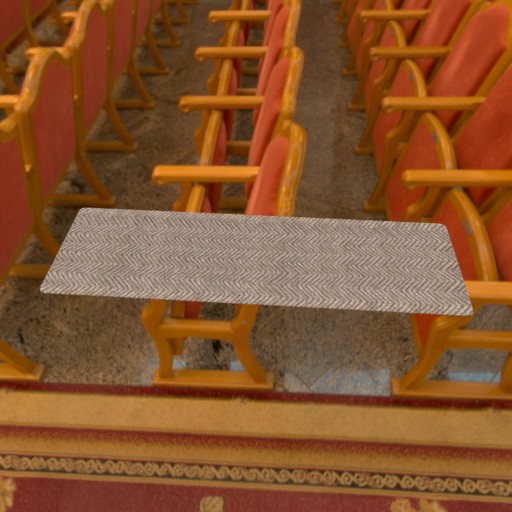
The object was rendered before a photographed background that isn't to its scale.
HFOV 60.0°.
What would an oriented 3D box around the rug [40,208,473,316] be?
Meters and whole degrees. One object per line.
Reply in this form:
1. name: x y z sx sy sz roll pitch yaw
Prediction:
1. rug: 0.000 0.000 2.548 2.286 0.008 0.686 3 47 3
